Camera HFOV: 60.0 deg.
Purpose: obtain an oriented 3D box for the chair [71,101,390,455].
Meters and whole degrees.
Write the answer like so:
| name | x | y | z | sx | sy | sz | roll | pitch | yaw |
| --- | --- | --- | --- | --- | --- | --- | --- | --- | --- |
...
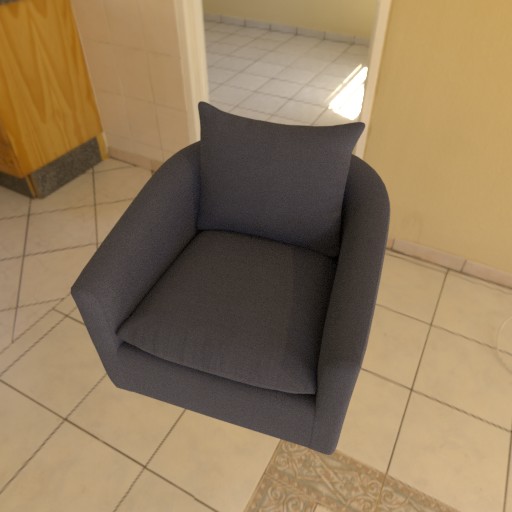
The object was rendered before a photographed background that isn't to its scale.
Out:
| name | x | y | z | sx | sy | sz | roll | pitch | yaw |
| --- | --- | --- | --- | --- | --- | --- | --- | --- | --- |
| chair | 0.000 | 0.000 | 1.573 | 0.845 | 0.848 | 0.910 | 13 | 44 | 13 |
